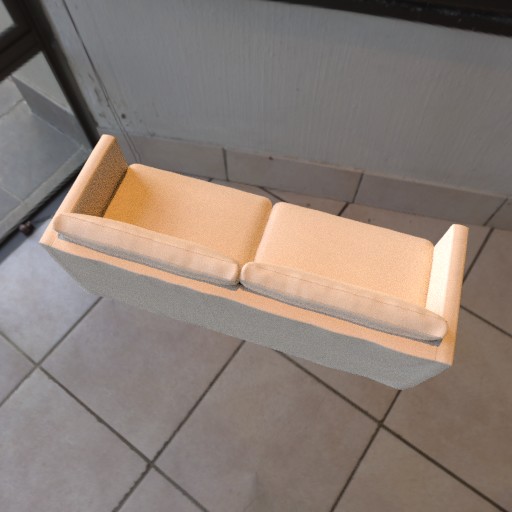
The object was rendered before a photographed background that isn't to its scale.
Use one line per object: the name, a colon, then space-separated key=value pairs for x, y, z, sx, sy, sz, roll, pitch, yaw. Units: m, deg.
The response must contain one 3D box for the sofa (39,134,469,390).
sofa: x=0.000 y=0.000 z=3.294 sx=2.779 sy=0.999 sz=1.036 roll=16 pitch=65 yaw=8
